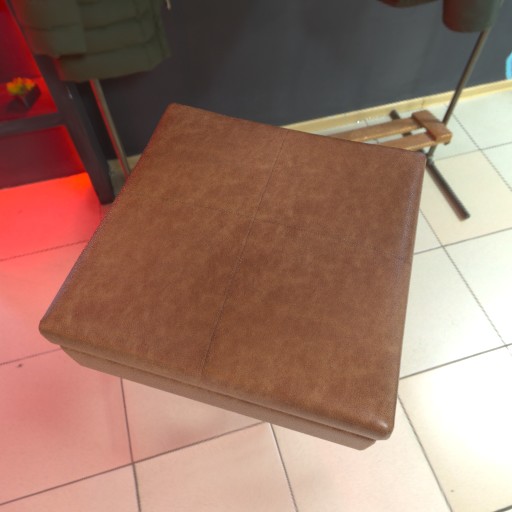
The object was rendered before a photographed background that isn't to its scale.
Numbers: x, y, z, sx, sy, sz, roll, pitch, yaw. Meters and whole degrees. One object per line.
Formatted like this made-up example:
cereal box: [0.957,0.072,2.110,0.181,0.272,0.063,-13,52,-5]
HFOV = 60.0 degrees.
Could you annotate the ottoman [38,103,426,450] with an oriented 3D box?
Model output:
ottoman: [0.000,0.000,1.796,1.169,0.483,1.168,14,59,9]
